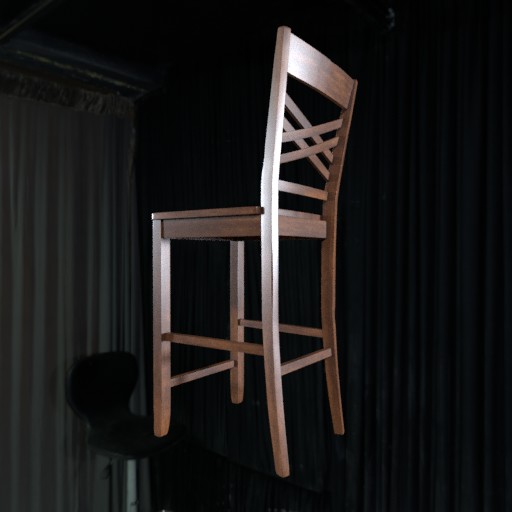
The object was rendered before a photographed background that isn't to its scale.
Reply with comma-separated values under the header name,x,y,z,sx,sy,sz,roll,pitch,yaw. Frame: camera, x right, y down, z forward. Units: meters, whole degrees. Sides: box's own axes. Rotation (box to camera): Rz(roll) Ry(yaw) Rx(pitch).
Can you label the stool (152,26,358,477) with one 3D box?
name,x,y,z,sx,sy,sz,roll,pitch,yaw
stool,0.000,0.000,1.361,0.504,1.098,0.426,0,0,36
